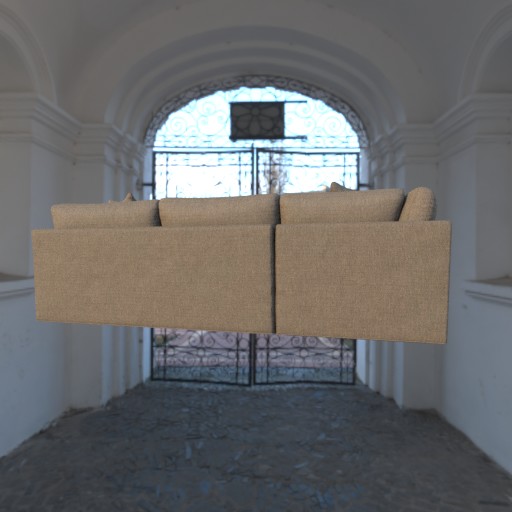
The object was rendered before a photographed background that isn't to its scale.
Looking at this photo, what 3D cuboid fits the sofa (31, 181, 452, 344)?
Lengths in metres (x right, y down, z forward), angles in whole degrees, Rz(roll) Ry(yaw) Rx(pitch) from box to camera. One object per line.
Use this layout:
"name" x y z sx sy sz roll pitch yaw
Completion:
"sofa" 0.000 0.000 3.815 2.896 0.978 1.994 0 0 18
